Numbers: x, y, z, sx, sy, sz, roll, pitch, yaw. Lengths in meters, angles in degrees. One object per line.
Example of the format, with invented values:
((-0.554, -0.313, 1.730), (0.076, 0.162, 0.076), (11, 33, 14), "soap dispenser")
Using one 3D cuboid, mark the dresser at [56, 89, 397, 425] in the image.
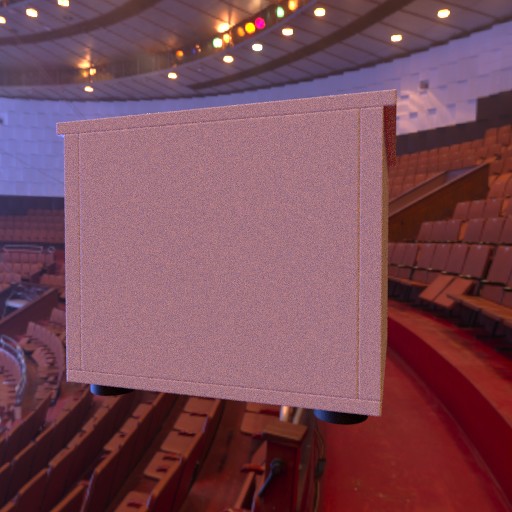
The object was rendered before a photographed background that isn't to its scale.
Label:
((0.000, 0.000, 0.718), (0.430, 0.360, 0.400), (1, 2, 17), "dresser")
